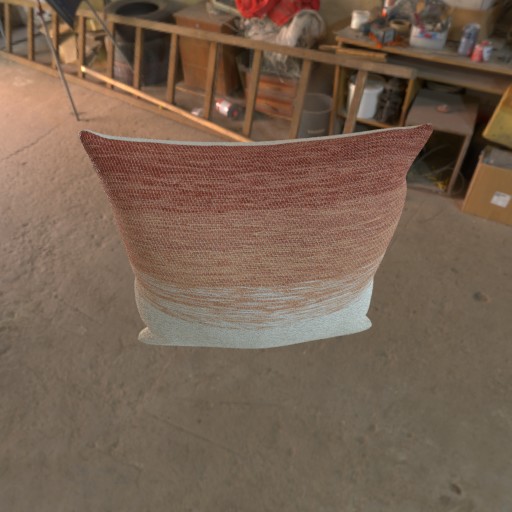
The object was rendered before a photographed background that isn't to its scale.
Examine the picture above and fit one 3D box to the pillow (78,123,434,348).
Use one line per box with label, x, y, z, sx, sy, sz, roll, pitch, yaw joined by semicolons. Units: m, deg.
pillow;0.000;0.000;0.681;0.440;0.441;0.182;-3;45;-3
